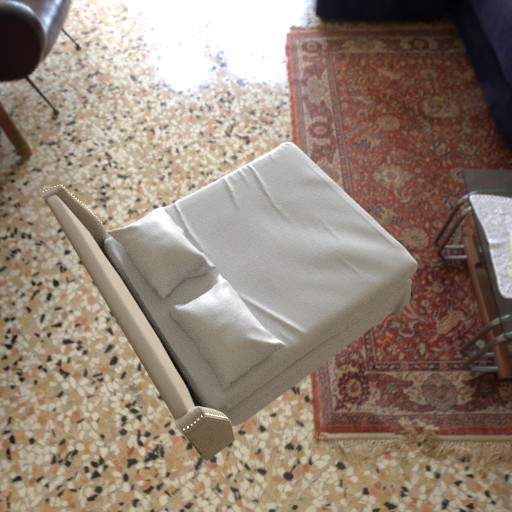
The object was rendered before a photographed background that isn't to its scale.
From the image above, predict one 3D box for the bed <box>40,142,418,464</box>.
[{"bbox_3d":[0.000,0.000,3.489,2.276,1.332,1.925,-31,64,-17],"label":"bed"}]
